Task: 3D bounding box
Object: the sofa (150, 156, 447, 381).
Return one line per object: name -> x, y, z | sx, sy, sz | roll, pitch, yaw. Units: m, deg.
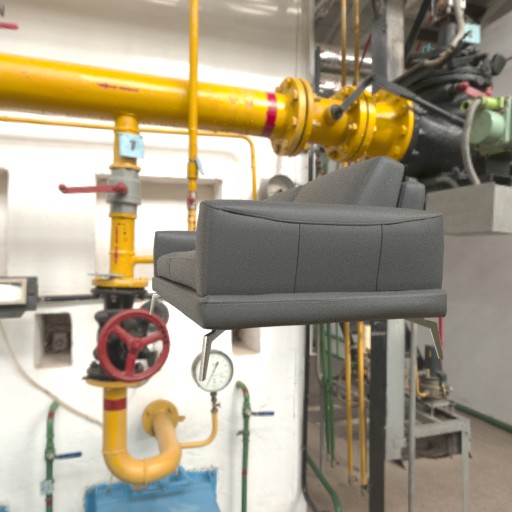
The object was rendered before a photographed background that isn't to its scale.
sofa -> 0.000, 0.000, 2.732 | 1.121, 0.930, 2.177 | 0, 0, -18
